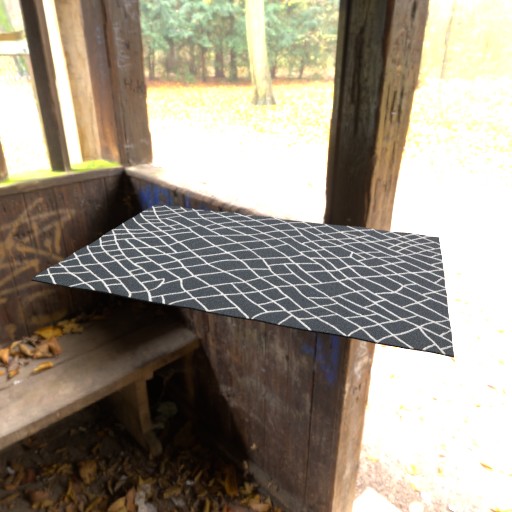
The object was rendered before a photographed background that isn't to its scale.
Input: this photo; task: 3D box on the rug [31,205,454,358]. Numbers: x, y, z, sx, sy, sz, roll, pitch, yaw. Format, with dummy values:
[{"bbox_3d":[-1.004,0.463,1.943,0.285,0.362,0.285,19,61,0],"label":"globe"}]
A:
[{"bbox_3d":[0.000,0.000,3.064,2.448,0.017,1.529,8,26,16],"label":"rug"}]
